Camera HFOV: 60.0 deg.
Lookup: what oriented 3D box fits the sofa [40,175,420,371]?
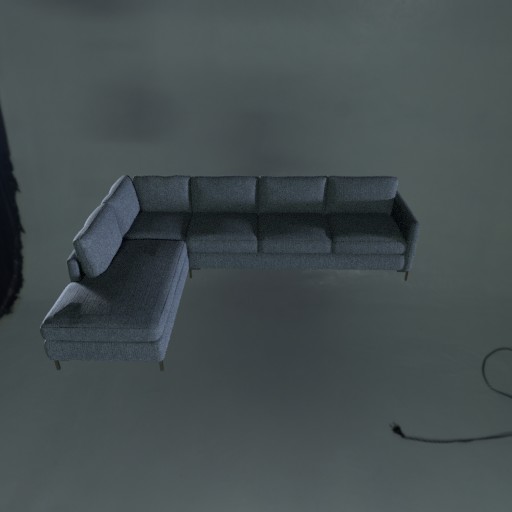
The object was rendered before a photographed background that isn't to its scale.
[{"bbox_3d":[0.000,0.000,3.829,2.949,0.815,2.007,0,31,1],"label":"sofa"}]
